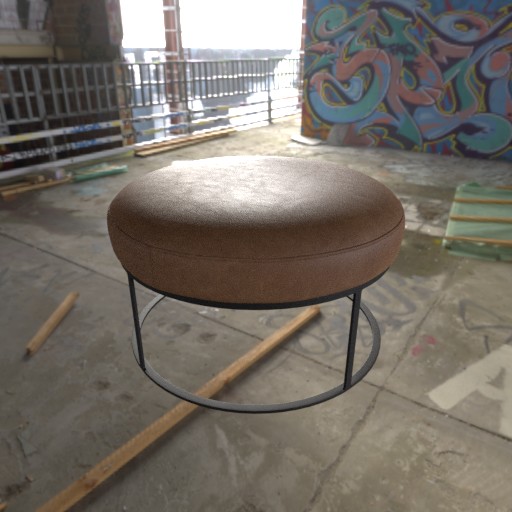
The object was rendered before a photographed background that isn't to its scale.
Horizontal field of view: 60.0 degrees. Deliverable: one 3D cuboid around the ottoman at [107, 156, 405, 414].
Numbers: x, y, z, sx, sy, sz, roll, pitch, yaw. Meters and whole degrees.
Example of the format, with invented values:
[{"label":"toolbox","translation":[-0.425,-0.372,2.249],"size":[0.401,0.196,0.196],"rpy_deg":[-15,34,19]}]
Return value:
[{"label":"ottoman","translation":[0.000,0.000,1.256],"size":[0.771,0.460,0.771],"rpy_deg":[0,25,0]}]
